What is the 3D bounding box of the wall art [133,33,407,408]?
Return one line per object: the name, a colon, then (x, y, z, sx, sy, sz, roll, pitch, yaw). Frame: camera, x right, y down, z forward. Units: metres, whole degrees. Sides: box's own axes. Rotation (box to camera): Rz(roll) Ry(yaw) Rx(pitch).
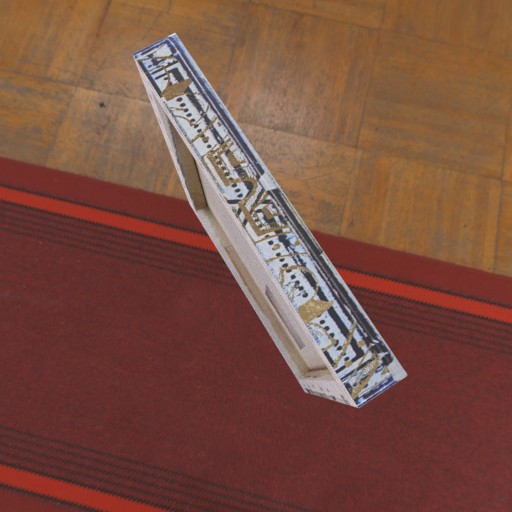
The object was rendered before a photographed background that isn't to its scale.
wall art: (0.000, 0.000, 0.455, 0.038, 0.306, 0.302, -31, 77, -8)
